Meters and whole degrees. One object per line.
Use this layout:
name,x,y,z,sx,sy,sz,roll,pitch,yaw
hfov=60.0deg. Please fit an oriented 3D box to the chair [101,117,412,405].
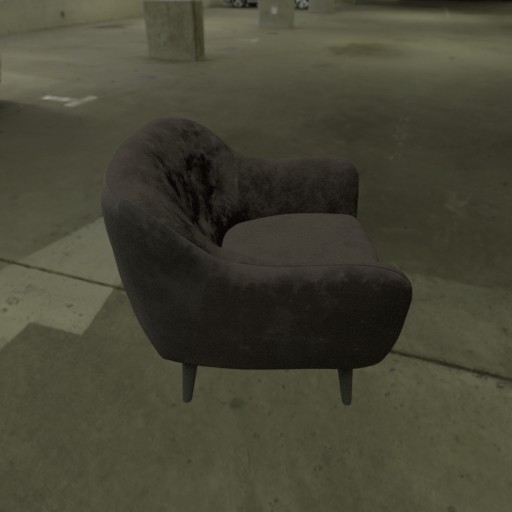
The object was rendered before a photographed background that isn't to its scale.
chair,0.000,0.000,1.517,0.819,0.807,0.840,1,32,1
